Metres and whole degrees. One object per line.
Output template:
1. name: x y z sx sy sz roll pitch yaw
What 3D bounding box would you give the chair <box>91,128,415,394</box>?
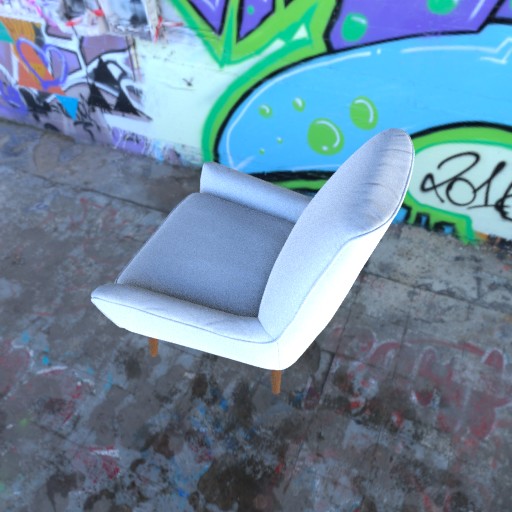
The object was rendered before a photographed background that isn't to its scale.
1. chair: 0.000 0.000 1.514 0.822 0.888 0.787 17 48 16
